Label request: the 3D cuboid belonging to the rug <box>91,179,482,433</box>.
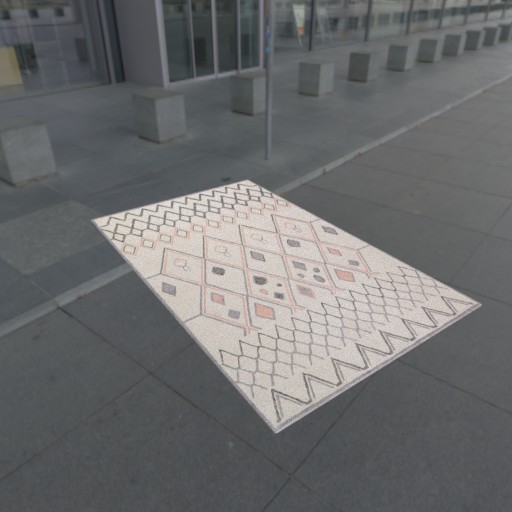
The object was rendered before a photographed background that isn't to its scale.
[{"bbox_3d":[0.000,0.000,3.072,1.524,0.015,2.438,-20,36,-30],"label":"rug"}]
